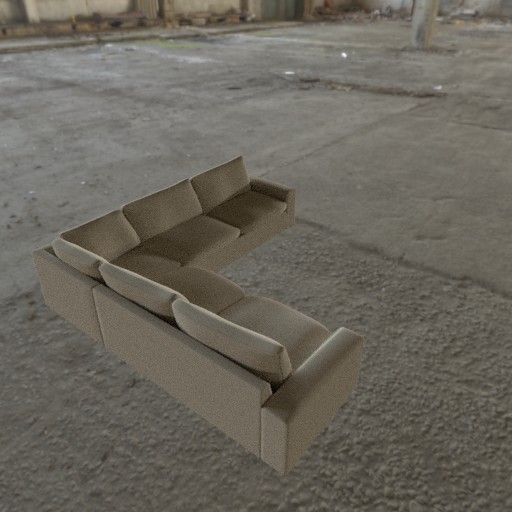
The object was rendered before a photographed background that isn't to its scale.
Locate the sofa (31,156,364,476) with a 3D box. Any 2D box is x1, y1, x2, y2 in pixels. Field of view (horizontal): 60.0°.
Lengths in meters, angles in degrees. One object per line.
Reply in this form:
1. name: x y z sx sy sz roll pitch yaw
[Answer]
1. sofa: 0.000 0.000 4.677 3.066 0.918 3.206 22 37 32
